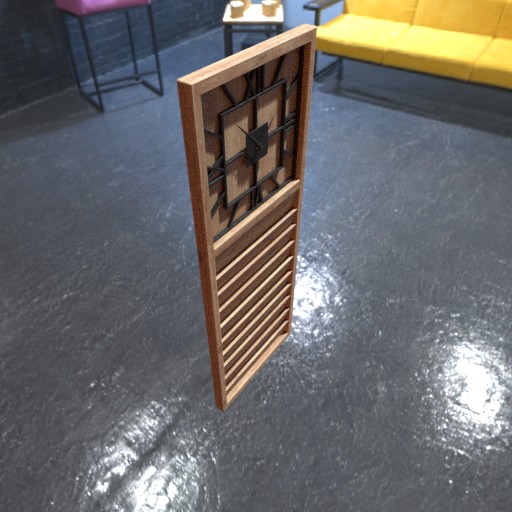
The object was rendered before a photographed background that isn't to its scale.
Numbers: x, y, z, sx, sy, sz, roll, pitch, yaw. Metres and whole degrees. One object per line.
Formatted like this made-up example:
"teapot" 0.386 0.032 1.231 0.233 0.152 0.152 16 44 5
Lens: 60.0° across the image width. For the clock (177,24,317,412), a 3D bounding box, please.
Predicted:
"clock" 0.000 0.000 1.089 0.030 0.965 0.361 27 49 26
